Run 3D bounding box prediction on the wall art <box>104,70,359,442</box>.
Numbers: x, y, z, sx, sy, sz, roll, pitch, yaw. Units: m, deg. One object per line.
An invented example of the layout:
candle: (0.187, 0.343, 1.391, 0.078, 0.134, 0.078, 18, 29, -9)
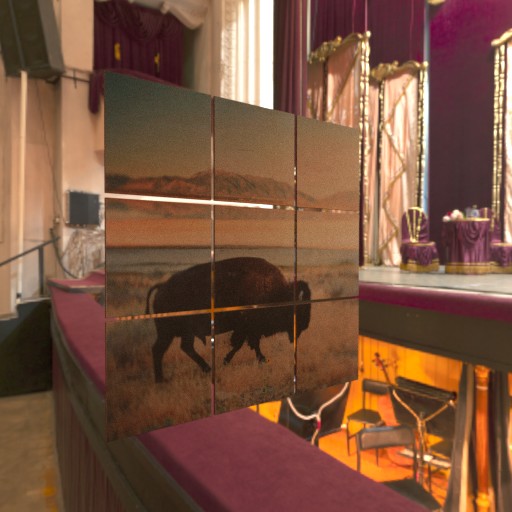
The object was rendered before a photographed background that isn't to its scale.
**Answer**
wall art: (0.000, 0.000, 2.277, 1.533, 1.532, 0.019, -1, 1, -35)
